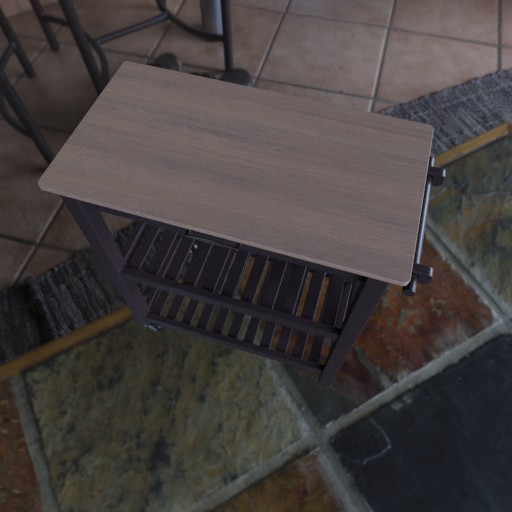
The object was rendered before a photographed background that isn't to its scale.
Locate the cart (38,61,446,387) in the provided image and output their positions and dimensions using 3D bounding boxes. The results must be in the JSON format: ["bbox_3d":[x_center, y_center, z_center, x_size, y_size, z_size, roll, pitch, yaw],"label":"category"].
[{"bbox_3d":[0.000,0.000,1.440,0.899,0.927,0.457,15,61,9],"label":"cart"}]
